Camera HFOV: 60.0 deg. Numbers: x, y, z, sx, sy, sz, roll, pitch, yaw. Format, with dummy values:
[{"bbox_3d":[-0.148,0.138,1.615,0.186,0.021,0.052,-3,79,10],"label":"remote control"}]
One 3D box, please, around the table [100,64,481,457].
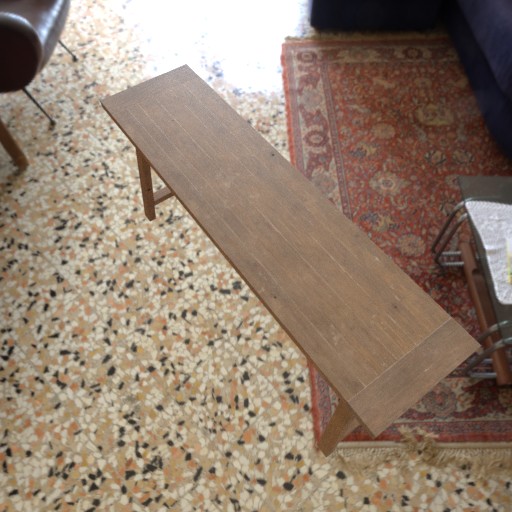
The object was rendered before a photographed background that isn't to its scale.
[{"bbox_3d":[0.000,0.000,2.067,0.465,0.810,1.800,-32,63,-18],"label":"table"}]
